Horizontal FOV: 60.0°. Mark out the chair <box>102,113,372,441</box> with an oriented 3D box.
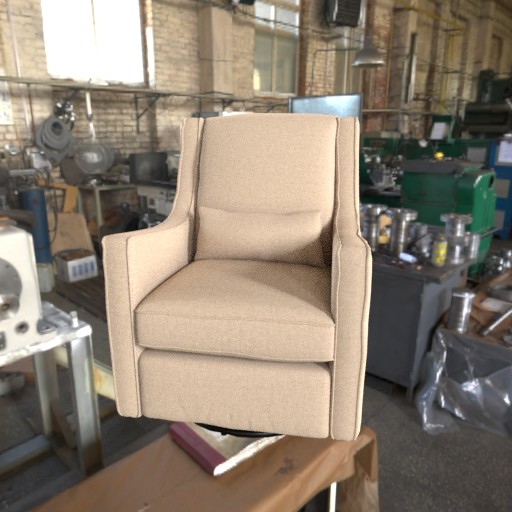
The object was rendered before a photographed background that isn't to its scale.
[{"bbox_3d":[0.000,0.000,1.573,0.732,0.993,0.879,3,16,9],"label":"chair"}]
